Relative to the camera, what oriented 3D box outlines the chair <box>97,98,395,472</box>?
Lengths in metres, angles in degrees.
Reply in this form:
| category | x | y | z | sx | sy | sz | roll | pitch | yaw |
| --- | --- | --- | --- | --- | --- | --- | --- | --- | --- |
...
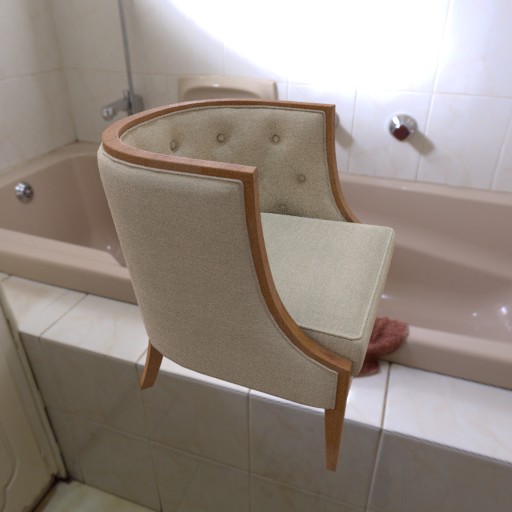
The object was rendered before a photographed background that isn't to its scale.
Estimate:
| category | x | y | z | sx | sy | sz | roll | pitch | yaw |
| --- | --- | --- | --- | --- | --- | --- | --- | --- | --- |
| chair | 0.000 | 0.000 | 1.334 | 0.757 | 0.775 | 0.711 | 11 | 32 | 19 |
